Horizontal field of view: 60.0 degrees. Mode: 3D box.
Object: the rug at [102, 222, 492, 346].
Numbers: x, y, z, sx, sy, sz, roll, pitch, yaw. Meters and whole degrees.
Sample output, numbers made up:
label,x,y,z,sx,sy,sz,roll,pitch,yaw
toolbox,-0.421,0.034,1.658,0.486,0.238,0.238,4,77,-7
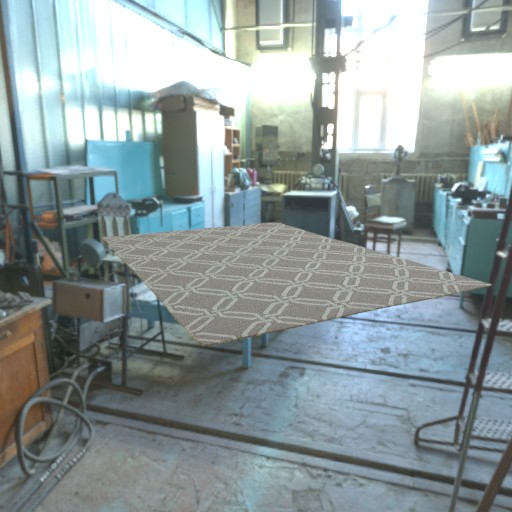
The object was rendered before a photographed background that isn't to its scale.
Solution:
label,x,y,z,sx,sy,sz,roll,pitch,yaw
rug,0.000,0.000,2.751,1.524,0.013,2.135,-7,15,-27
